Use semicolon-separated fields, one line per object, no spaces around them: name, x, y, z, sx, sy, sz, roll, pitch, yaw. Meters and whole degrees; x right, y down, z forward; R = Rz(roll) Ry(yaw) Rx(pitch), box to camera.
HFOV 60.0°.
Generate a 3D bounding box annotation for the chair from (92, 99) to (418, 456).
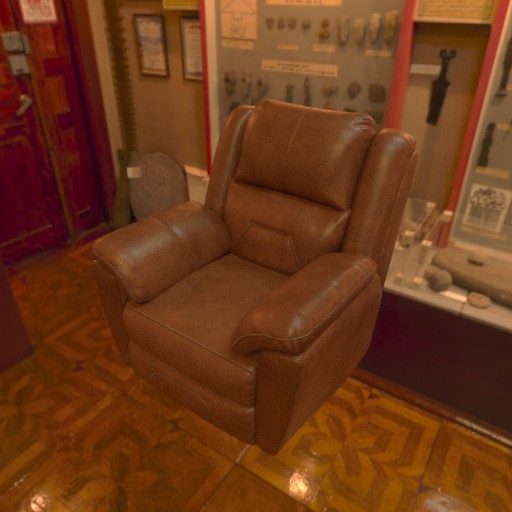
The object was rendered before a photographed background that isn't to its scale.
chair;0.000;0.000;1.885;0.990;1.093;1.041;20;37;29
